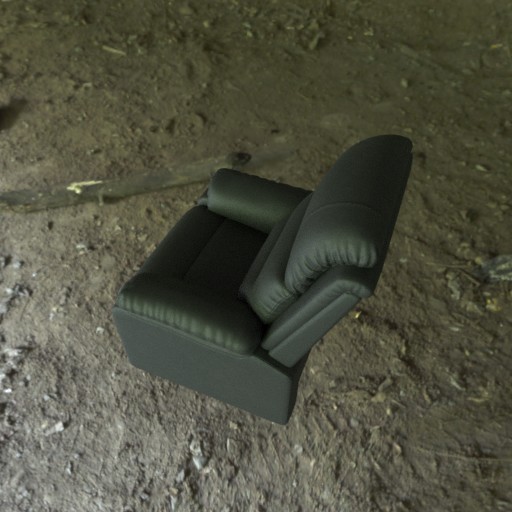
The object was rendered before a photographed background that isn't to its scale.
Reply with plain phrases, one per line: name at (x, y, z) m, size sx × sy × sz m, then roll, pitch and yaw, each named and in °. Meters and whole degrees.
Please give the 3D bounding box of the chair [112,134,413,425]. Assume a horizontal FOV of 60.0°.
chair at (0.000, 0.000, 1.701) m, size 0.919 × 0.992 × 0.855 m, roll 16°, pitch 48°, yaw 15°
